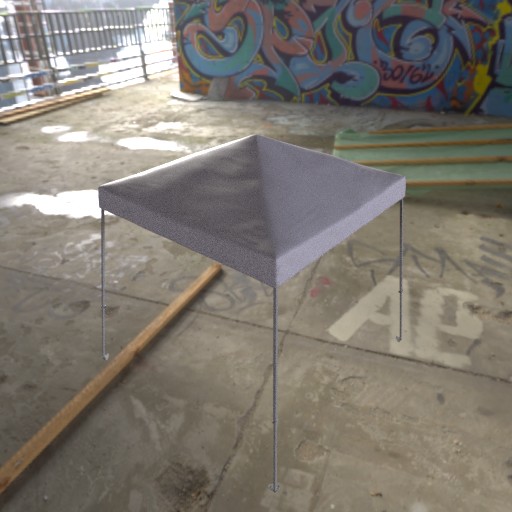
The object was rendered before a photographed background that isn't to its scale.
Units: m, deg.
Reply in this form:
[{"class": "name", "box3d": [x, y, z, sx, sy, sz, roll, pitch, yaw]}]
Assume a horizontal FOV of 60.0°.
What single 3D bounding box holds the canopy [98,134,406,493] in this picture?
[{"class": "canopy", "box3d": [0.000, 0.000, 5.206, 2.850, 2.850, 2.849, 23, 37, 34]}]
